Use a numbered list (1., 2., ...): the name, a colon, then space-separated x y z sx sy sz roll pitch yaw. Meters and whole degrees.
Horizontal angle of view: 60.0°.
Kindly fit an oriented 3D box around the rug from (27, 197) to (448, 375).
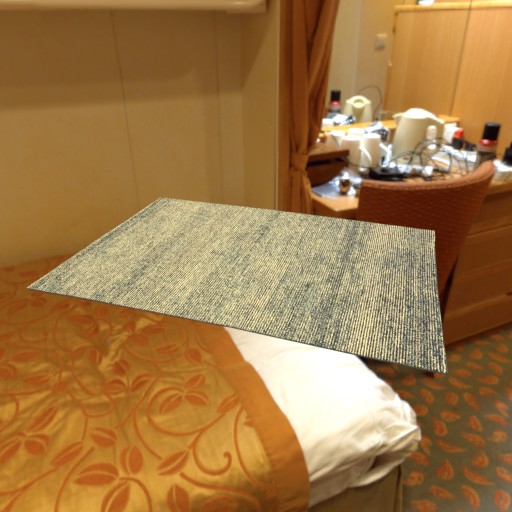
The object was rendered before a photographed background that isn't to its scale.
1. rug: 0.000 0.000 2.994 2.349 0.030 1.624 9 29 16
